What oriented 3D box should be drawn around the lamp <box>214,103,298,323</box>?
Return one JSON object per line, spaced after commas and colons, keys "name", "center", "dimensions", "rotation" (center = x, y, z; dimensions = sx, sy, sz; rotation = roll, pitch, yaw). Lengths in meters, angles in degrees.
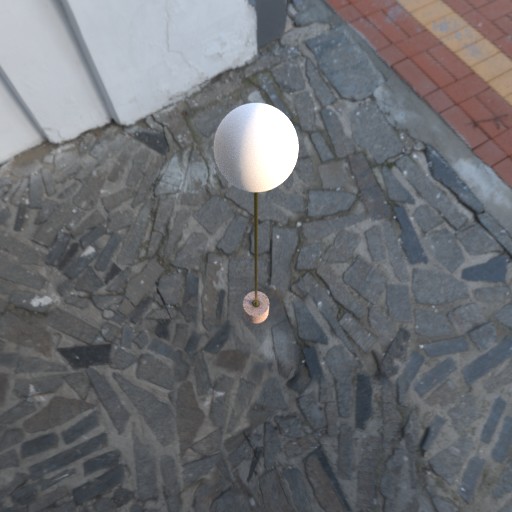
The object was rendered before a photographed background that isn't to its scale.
{"name": "lamp", "center": [0.000, 0.000, 1.893], "dimensions": [0.229, 1.748, 0.229], "rotation": [-15, 68, -6]}
